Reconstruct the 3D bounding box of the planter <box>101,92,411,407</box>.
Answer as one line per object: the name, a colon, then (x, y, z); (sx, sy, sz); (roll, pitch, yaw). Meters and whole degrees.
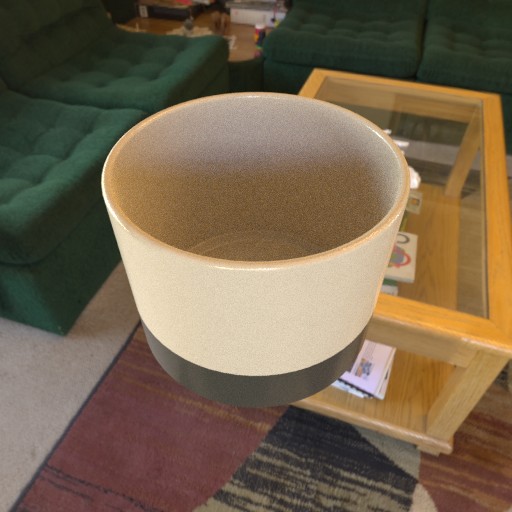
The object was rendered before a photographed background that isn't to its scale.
planter: (0.000, 0.000, 0.346); (0.193, 0.177, 0.193); (0, 45, 0)
